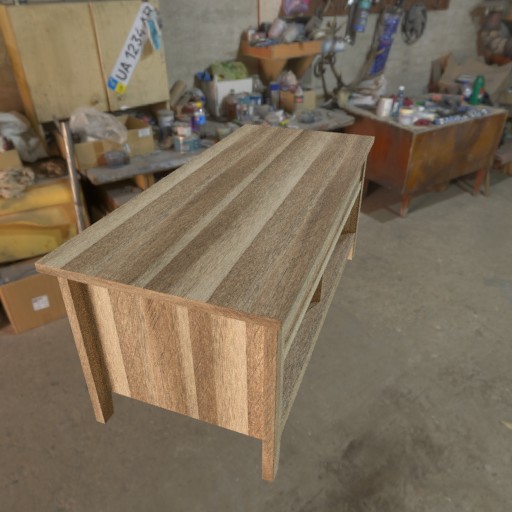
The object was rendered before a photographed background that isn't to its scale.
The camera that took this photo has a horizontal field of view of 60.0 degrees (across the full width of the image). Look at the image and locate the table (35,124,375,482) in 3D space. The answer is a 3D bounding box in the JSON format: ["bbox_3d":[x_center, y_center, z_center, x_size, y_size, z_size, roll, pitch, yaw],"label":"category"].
[{"bbox_3d":[0.000,0.000,1.332,0.493,0.480,1.095,11,33,17],"label":"table"}]
